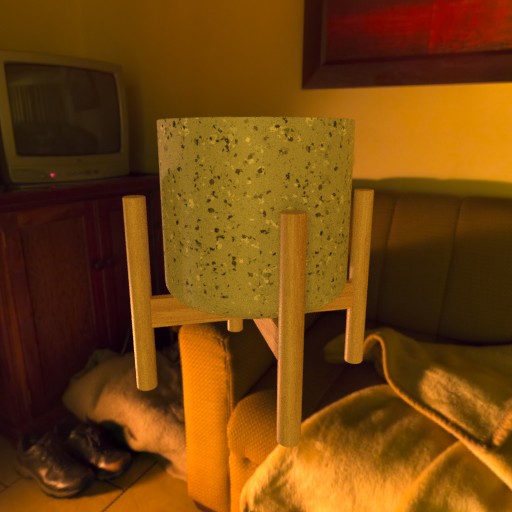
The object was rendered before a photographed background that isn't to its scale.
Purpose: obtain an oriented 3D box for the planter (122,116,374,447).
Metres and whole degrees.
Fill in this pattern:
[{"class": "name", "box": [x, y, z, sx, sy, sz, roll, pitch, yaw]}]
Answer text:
[{"class": "planter", "box": [0.000, 0.000, 0.548, 0.284, 0.320, 0.284, 2, 15, 8]}]
